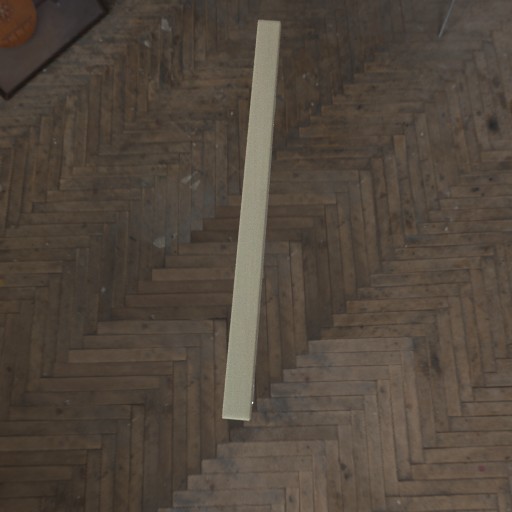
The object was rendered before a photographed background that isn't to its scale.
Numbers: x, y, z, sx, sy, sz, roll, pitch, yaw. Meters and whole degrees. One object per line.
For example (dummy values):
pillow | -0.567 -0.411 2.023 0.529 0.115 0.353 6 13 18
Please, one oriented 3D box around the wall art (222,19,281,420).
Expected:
wall art | 0.000 0.000 0.981 0.041 0.710 0.608 4 76 1
